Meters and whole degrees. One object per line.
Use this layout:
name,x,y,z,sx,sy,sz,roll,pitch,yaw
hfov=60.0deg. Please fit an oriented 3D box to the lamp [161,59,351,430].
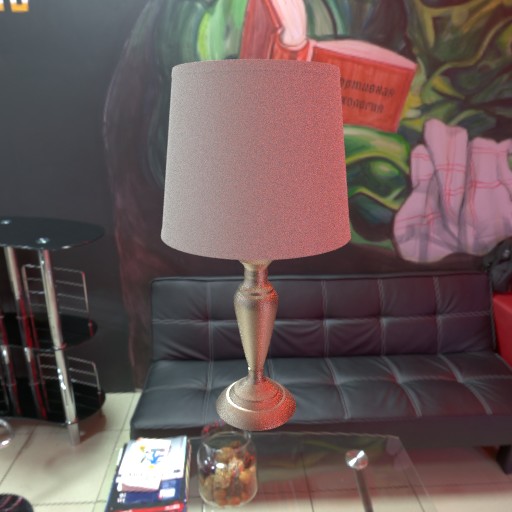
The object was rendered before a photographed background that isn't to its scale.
lamp,0.000,0.000,0.795,0.328,0.619,0.328,0,17,0
